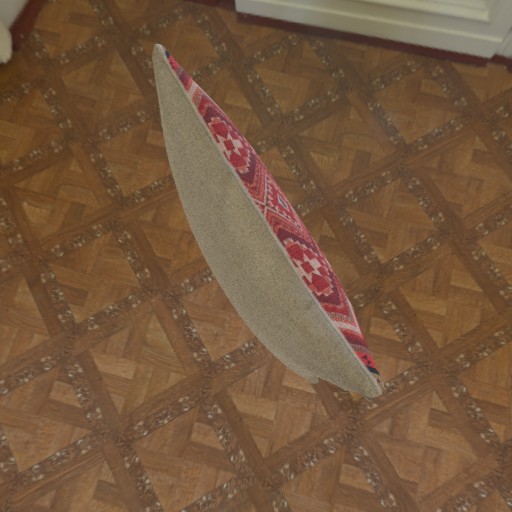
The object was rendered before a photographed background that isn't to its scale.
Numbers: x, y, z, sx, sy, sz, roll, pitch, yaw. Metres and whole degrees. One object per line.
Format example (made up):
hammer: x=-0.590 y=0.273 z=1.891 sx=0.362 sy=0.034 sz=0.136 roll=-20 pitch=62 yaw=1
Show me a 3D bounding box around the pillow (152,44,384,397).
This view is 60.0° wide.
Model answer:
pillow: x=0.000 y=0.000 z=0.771 sx=0.158 sy=0.511 sz=0.513 roll=-30 pitch=77 yaw=-7
